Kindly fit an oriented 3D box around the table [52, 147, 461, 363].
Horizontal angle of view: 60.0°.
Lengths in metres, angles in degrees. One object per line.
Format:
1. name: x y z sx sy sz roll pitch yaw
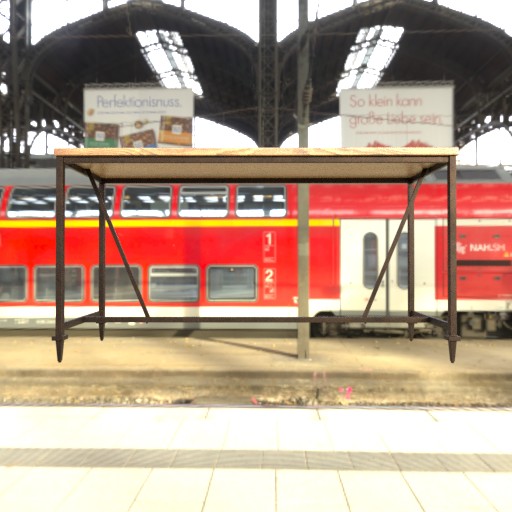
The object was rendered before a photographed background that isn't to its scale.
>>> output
1. table: 0.000 0.000 2.119 1.700 0.902 0.551 0 -1 0
